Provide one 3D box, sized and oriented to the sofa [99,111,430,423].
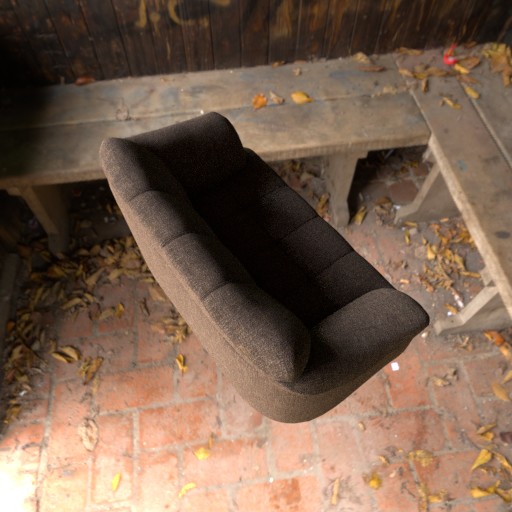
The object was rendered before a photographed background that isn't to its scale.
[{"bbox_3d":[0.000,0.000,1.969,0.799,0.895,1.404,-33,64,-18],"label":"sofa"}]
